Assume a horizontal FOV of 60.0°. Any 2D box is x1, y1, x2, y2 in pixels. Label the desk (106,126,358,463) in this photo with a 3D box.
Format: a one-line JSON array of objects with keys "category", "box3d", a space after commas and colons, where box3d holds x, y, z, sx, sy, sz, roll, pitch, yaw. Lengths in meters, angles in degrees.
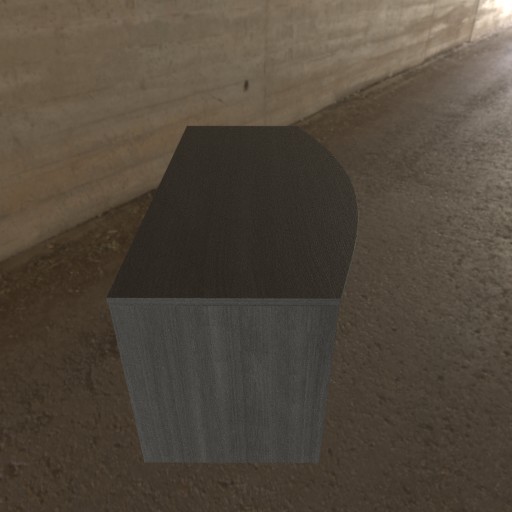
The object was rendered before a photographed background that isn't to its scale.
[{"category": "desk", "box3d": [0.000, 0.000, 2.071, 0.802, 0.750, 1.600, 0, 33, 0]}]
